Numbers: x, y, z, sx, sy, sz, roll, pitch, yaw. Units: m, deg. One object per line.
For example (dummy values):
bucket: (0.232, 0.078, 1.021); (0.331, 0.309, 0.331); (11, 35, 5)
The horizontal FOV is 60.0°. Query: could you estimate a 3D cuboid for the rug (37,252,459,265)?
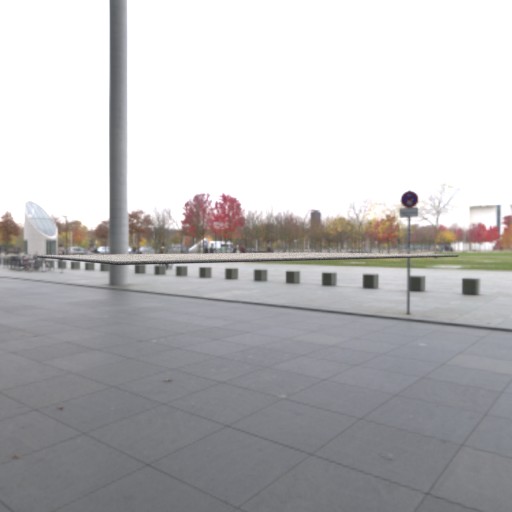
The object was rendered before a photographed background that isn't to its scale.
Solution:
rug: (0.000, 0.000, 3.012); (2.438, 0.015, 1.524); (-1, 1, -37)
